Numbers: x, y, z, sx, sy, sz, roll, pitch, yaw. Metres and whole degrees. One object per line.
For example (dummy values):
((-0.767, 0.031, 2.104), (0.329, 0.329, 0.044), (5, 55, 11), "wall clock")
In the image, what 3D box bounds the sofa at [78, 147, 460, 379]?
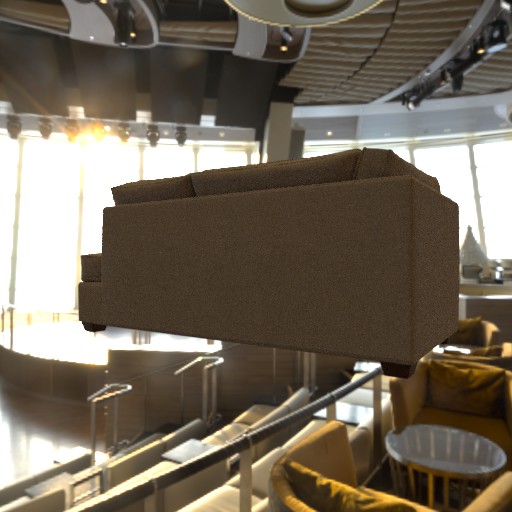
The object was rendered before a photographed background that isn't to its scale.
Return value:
((0.000, 0.000, 2.830), (2.238, 1.019, 1.110), (0, -1, 34), "sofa")
